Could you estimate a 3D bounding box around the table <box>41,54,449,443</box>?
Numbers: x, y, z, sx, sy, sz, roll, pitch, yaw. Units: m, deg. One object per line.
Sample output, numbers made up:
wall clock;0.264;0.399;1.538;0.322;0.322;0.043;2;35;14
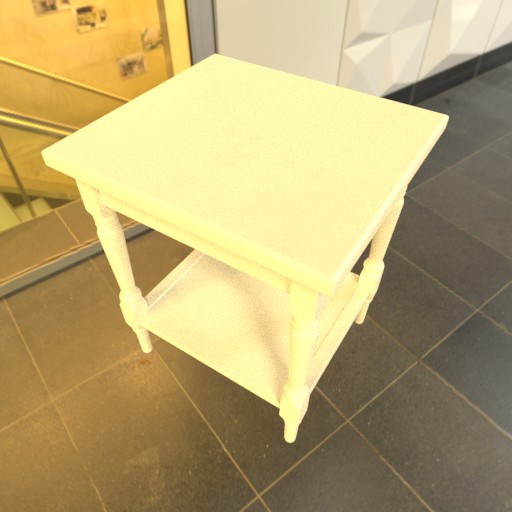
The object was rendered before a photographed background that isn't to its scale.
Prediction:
table;0.000;0.000;0.905;0.488;0.565;0.442;25;51;22
